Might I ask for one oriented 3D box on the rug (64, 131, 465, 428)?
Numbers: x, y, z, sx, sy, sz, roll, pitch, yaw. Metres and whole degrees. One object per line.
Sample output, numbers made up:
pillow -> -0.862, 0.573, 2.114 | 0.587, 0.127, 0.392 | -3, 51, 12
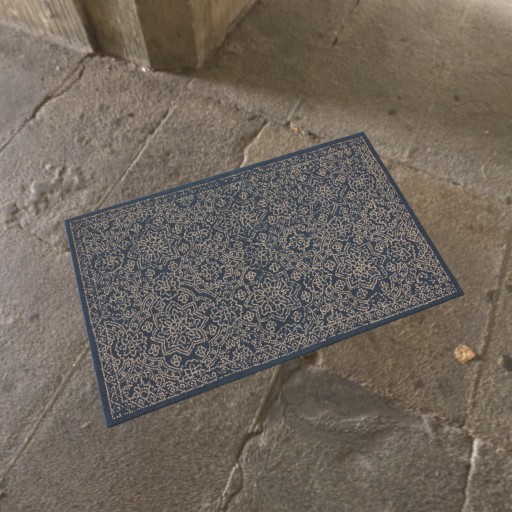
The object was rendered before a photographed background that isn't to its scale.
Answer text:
rug -> 0.000, 0.000, 3.120 | 2.441, 0.015, 1.526 | -18, 65, -9
